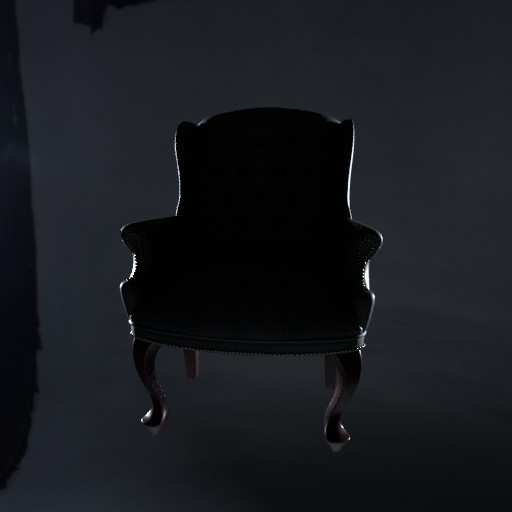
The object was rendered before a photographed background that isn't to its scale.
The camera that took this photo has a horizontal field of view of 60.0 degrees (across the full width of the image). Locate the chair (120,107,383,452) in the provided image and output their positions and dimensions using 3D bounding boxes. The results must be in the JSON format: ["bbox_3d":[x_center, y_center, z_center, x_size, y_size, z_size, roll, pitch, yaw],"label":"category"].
[{"bbox_3d":[0.000,0.000,1.629,0.838,1.111,0.762,2,12,8],"label":"chair"}]
